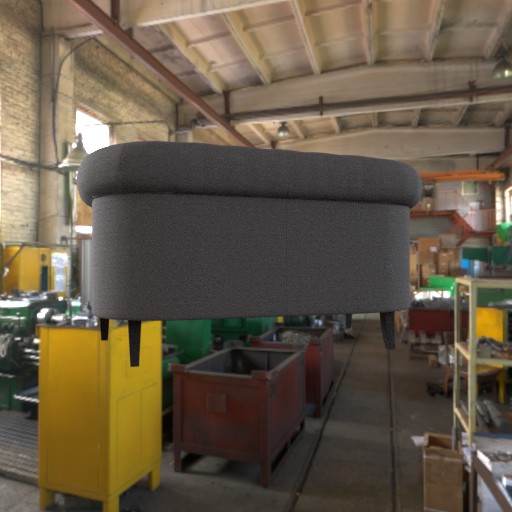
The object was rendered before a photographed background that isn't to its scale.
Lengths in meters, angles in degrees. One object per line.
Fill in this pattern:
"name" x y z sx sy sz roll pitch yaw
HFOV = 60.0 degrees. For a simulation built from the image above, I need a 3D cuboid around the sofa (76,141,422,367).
"sofa" 0.000 0.000 2.048 1.558 0.827 0.835 0 -1 -17
